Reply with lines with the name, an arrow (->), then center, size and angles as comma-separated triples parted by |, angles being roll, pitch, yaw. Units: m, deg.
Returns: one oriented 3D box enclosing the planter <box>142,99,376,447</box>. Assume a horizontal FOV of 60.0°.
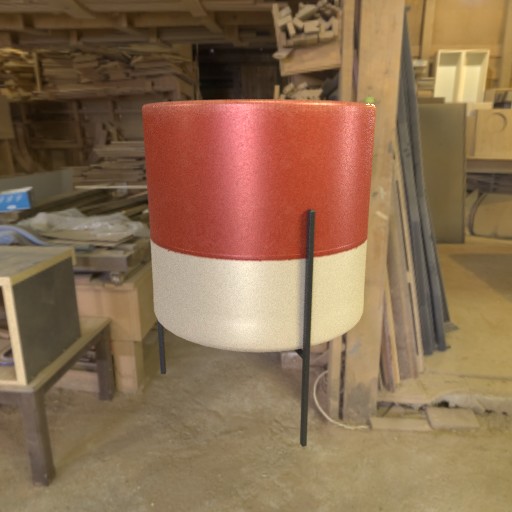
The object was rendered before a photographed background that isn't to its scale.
planter -> 0.000, 0.000, 0.728 | 0.354, 0.465, 0.345 | 3, 16, 9
